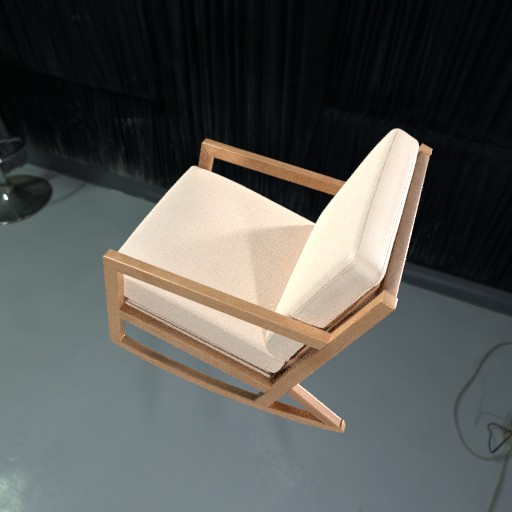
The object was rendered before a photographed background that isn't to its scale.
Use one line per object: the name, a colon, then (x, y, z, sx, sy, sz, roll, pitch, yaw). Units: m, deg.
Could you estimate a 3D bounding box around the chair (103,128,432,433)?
chair: (0.000, 0.000, 1.436, 0.857, 0.790, 0.622, 16, 49, 15)
